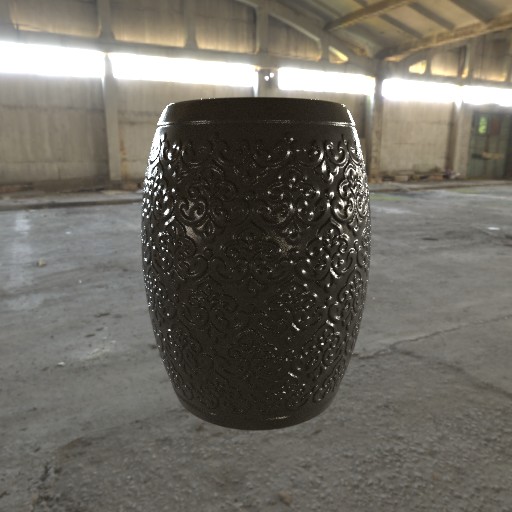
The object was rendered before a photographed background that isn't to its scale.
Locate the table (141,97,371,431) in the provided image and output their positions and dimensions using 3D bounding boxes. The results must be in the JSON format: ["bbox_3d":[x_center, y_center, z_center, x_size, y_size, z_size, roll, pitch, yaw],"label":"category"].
[{"bbox_3d":[0.000,0.000,0.619,0.309,0.397,0.309,0,13,0],"label":"table"}]
